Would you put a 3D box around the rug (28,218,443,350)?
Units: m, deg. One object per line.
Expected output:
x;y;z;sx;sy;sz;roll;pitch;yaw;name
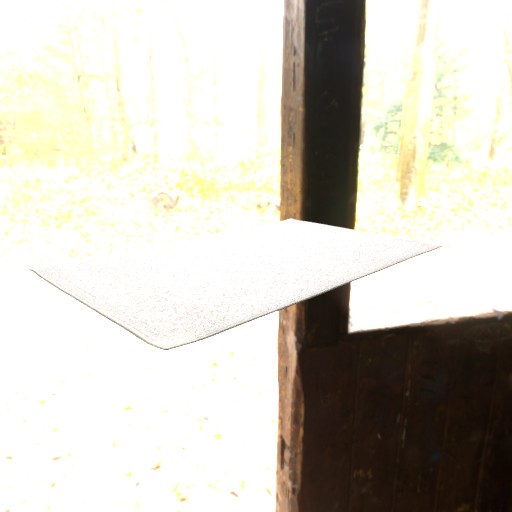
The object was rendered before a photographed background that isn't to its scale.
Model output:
0.000;0.000;2.403;1.947;0.023;1.214;-14;21;-42;rug
